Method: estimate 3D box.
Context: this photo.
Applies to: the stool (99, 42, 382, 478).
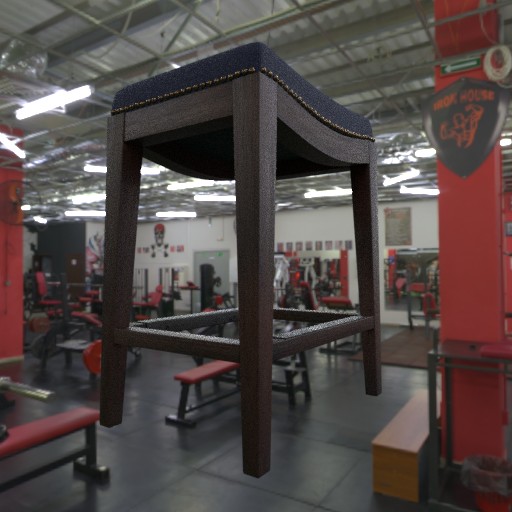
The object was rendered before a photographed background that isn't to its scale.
[{"bbox_3d":[0.000,0.000,0.929,0.361,0.642,0.500,-1,-1,35],"label":"stool"}]
